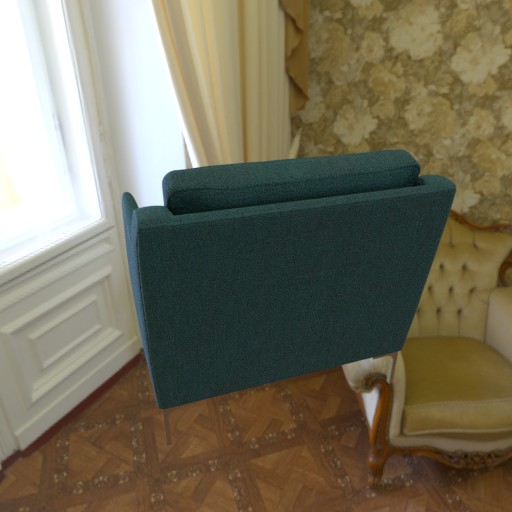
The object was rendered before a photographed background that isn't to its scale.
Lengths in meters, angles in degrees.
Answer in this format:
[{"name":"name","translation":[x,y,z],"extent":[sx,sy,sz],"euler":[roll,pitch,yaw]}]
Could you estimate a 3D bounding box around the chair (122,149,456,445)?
[{"name":"chair","translation":[0.000,0.000,1.532],"extent":[0.847,0.828,0.849],"euler":[-9,28,-17]}]
